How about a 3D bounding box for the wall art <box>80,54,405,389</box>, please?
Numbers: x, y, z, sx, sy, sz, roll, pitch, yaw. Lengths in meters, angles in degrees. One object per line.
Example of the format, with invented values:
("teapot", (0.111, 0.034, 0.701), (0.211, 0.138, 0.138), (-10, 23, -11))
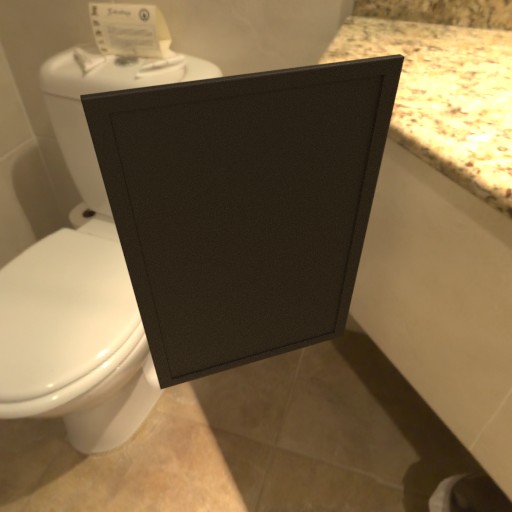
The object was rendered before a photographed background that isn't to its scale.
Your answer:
("wall art", (0.000, 0.000, 0.816), (0.451, 0.661, 0.012), (-13, 44, -14))
